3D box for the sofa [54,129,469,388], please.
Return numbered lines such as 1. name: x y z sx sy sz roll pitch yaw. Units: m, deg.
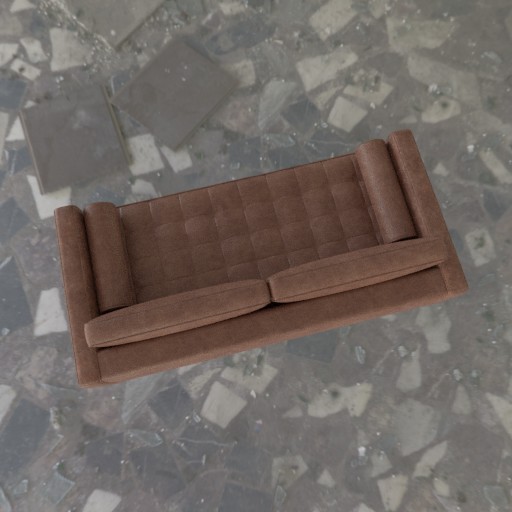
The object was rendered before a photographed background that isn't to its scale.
1. sofa: 0.000 0.000 2.310 1.870 0.760 0.910 -13 77 -3
